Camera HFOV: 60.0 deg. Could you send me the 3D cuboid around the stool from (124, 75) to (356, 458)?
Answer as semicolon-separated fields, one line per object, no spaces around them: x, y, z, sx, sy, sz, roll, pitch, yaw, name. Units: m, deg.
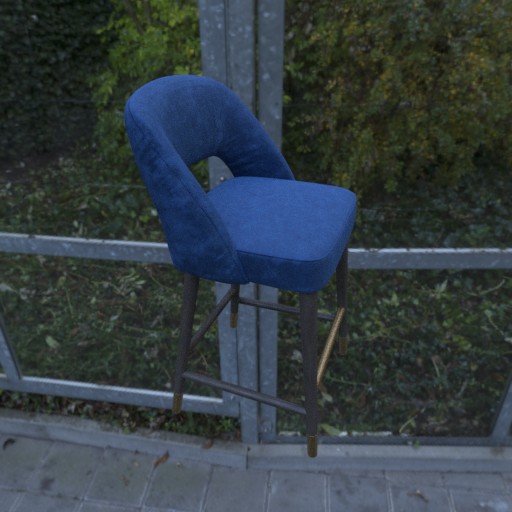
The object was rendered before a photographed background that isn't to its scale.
0.000;0.000;1.252;0.524;0.925;0.536;10;31;18;stool
